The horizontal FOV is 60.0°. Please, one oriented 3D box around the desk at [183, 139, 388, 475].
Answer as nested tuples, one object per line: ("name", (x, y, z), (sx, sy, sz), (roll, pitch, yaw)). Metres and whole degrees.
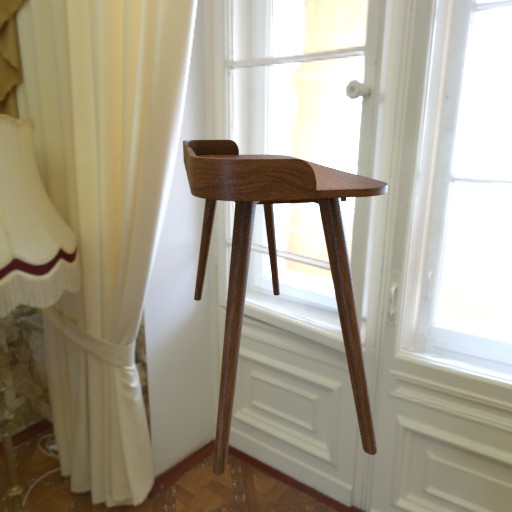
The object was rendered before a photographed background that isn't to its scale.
("desk", (0.000, 0.000, 1.653), (0.486, 0.800, 1.256), (-3, 17, -10))
